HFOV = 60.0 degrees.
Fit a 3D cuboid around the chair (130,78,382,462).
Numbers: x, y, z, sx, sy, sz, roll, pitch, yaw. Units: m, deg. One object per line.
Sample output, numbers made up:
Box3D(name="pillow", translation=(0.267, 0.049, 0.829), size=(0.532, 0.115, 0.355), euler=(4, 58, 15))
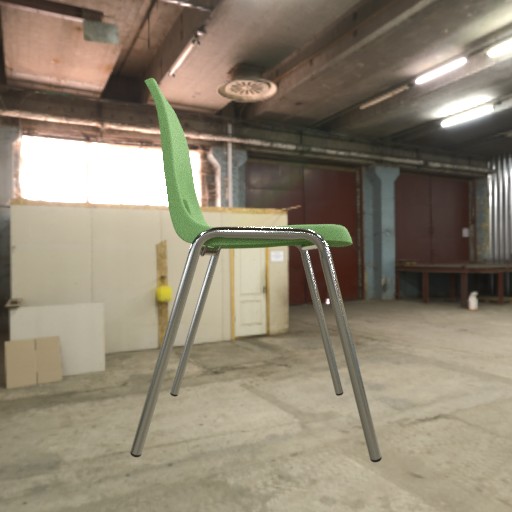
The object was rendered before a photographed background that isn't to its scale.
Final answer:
Box3D(name="chair", translation=(0.000, 0.000, 0.943), size=(0.436, 0.704, 0.381), euler=(0, 0, 1))
